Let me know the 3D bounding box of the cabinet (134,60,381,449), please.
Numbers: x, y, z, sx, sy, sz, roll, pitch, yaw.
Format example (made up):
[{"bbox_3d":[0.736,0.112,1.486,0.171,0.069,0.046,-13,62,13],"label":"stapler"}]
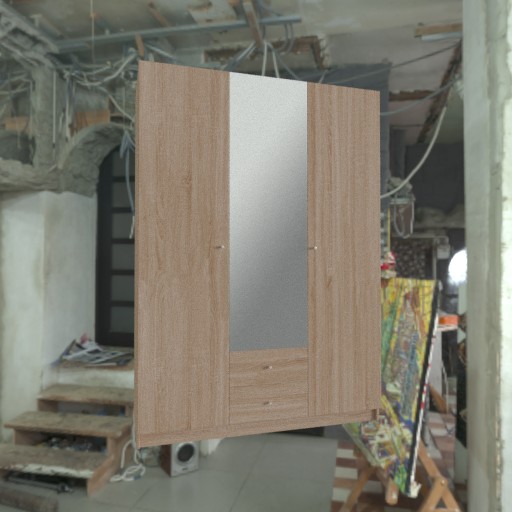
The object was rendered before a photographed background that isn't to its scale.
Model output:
[{"bbox_3d":[0.000,0.000,2.874,1.500,2.120,0.590,0,-1,-17],"label":"cabinet"}]
